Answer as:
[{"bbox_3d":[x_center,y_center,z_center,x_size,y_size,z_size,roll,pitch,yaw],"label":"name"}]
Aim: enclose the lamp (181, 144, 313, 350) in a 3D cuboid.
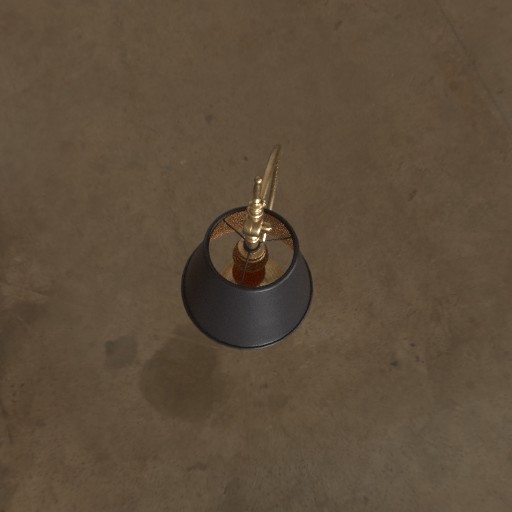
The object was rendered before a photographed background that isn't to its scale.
[{"bbox_3d":[0.000,0.000,0.817,0.235,0.675,0.344,15,77,3],"label":"lamp"}]
